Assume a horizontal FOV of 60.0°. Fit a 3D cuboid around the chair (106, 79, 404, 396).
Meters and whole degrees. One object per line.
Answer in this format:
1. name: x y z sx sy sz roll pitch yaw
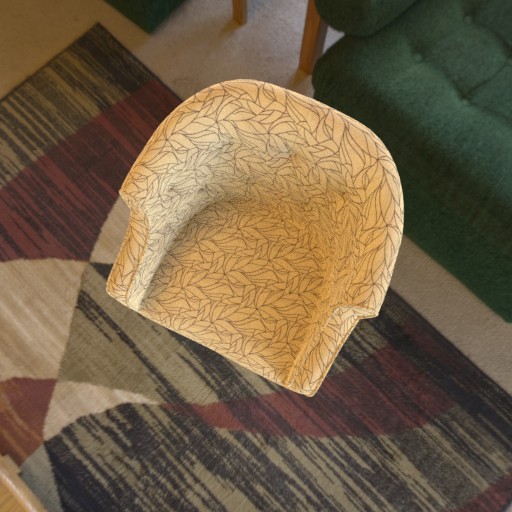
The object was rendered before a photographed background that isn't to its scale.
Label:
1. chair: 0.000 0.000 1.334 0.686 0.858 0.613 25 77 6
